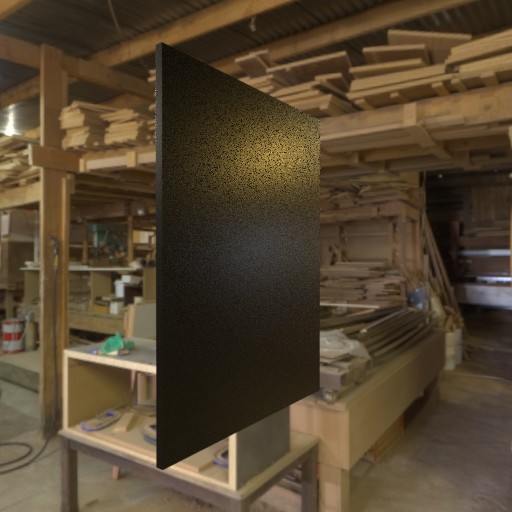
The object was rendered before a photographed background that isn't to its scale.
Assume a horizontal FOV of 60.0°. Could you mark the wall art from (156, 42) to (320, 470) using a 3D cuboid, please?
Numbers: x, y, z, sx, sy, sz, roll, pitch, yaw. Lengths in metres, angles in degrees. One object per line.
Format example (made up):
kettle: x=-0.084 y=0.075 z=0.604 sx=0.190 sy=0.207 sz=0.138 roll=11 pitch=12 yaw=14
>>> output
wall art: x=0.000 y=0.000 z=0.783 sx=0.013 sy=0.582 sz=0.442 roll=0 pitch=1 yaw=37
